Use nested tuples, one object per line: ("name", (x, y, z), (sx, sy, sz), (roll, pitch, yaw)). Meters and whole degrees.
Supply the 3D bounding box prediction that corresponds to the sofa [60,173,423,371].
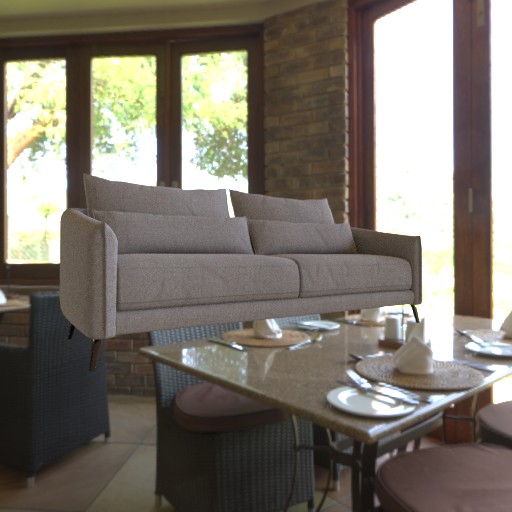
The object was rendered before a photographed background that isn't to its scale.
("sofa", (0.000, 0.000, 2.472), (2.022, 0.833, 0.809), (0, 0, -36))
